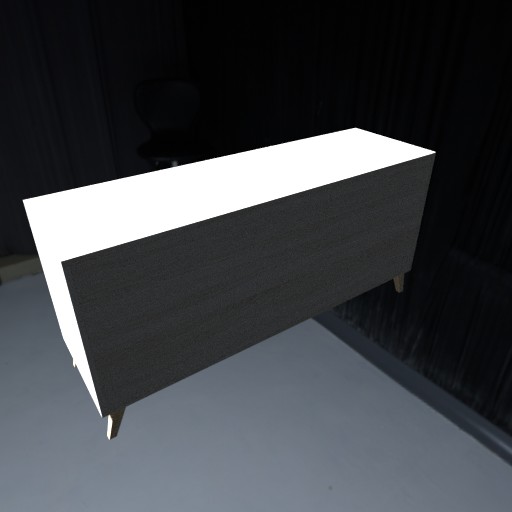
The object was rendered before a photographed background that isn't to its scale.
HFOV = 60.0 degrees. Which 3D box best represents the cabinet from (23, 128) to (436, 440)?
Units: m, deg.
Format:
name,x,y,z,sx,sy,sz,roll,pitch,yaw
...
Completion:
name,x,y,z,sx,sy,sz,roll,pitch,yaw
cabinet,0.000,0.000,1.989,1.649,0.780,0.500,-20,36,-29
